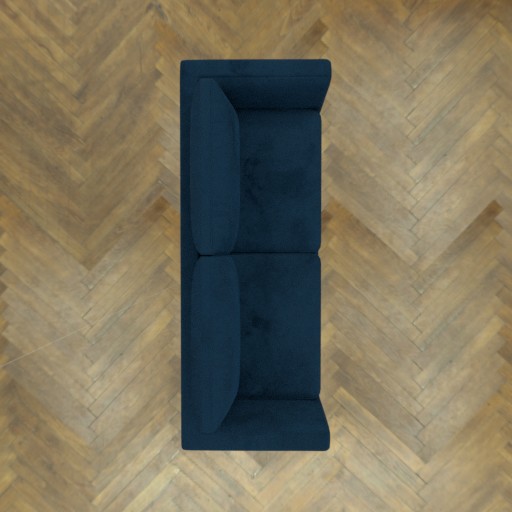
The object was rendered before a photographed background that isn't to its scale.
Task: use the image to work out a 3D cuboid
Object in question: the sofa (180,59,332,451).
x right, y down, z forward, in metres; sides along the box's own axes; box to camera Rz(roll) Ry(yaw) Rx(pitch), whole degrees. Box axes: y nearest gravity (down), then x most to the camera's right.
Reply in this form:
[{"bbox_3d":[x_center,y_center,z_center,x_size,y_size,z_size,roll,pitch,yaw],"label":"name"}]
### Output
[{"bbox_3d":[0.000,0.000,2.736,0.853,0.998,2.212,0,91,0],"label":"sofa"}]
